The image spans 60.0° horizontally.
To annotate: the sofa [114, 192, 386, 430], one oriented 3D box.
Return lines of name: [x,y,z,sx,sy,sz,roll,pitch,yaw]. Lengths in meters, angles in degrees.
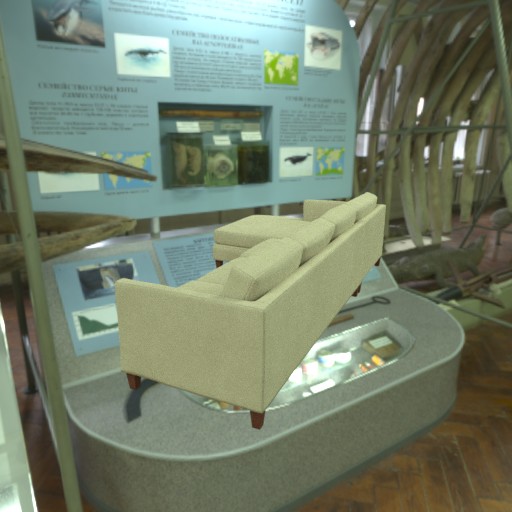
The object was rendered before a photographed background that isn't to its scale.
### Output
sofa: [0.000,0.000,3.845,1.625,0.846,3.186,8,18,25]
